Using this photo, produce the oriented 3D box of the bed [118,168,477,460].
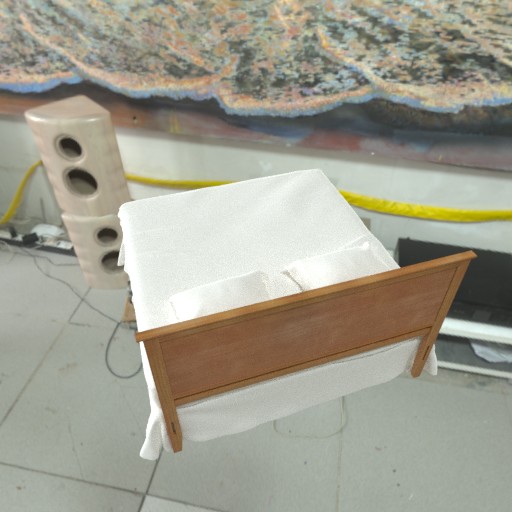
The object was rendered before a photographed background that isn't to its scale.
[{"bbox_3d":[0.000,0.000,3.573,2.317,1.270,2.215,-12,44,-13],"label":"bed"}]
